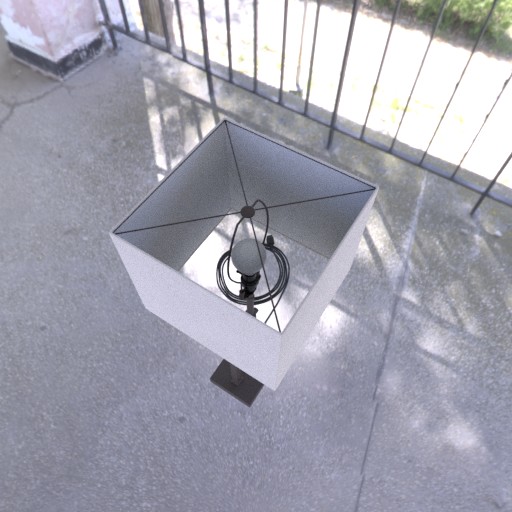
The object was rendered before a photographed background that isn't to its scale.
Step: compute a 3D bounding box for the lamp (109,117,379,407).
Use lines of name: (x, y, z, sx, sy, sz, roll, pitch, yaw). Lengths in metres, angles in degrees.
lamp: (0.000, 0.000, 0.978, 0.399, 0.660, 0.504, 29, 62, 17)
